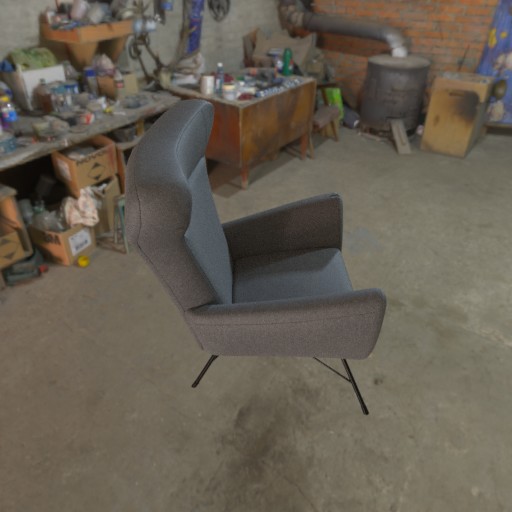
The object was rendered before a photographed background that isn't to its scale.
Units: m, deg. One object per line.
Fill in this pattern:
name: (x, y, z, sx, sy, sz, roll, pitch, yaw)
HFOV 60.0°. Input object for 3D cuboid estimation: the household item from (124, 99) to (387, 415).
household item: (0.000, 0.000, 1.812, 0.900, 1.050, 0.980, -1, 33, -1)
